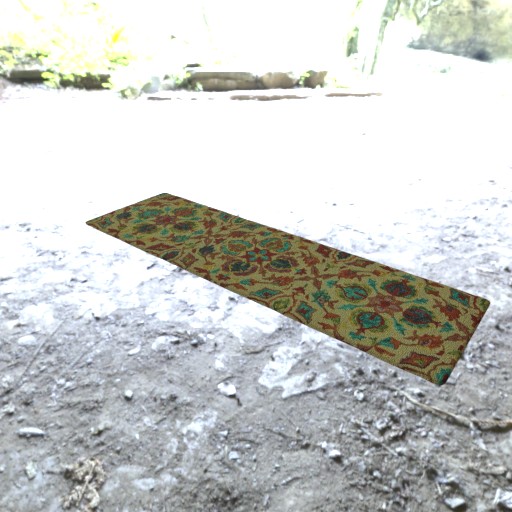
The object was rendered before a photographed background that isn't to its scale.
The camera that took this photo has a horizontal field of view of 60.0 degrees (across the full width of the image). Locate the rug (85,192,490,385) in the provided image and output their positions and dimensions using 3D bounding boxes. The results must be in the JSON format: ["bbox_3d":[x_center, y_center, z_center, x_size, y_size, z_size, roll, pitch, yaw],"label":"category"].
[{"bbox_3d":[0.000,0.000,2.455,2.273,0.016,0.693,21,35,33],"label":"rug"}]
